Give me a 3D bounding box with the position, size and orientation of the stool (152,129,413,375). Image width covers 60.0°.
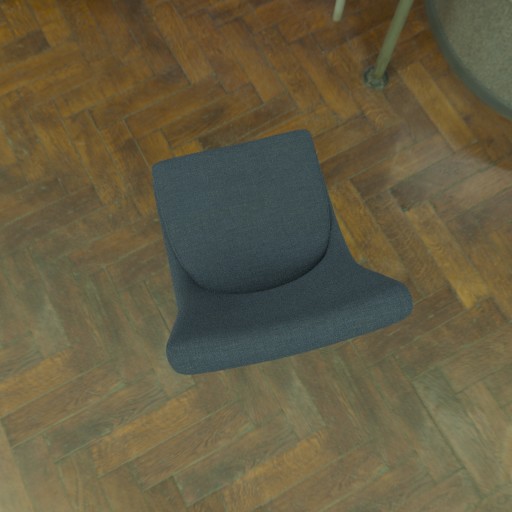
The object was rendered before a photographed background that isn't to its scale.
[{"bbox_3d":[0.000,0.000,1.240,0.470,0.981,0.577,-14,76,-3],"label":"stool"}]
